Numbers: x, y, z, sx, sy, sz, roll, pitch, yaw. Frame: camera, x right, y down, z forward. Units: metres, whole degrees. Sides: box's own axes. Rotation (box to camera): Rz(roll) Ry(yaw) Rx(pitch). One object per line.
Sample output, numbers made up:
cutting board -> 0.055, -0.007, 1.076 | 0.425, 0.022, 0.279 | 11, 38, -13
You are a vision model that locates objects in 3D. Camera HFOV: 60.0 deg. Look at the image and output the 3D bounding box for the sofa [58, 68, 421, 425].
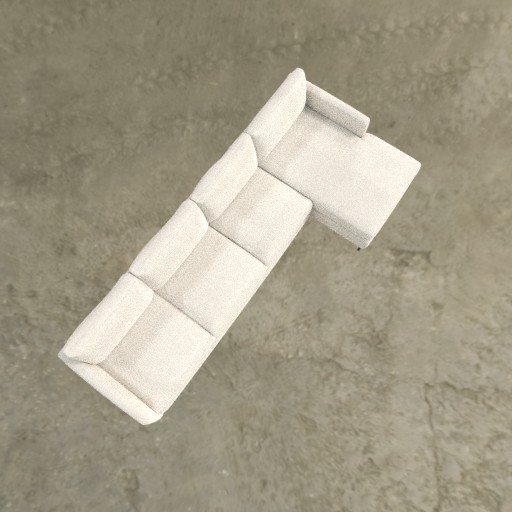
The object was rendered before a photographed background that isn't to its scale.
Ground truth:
sofa -> 0.000, 0.000, 2.897 | 1.126, 0.677, 2.445 | 35, 77, 9
